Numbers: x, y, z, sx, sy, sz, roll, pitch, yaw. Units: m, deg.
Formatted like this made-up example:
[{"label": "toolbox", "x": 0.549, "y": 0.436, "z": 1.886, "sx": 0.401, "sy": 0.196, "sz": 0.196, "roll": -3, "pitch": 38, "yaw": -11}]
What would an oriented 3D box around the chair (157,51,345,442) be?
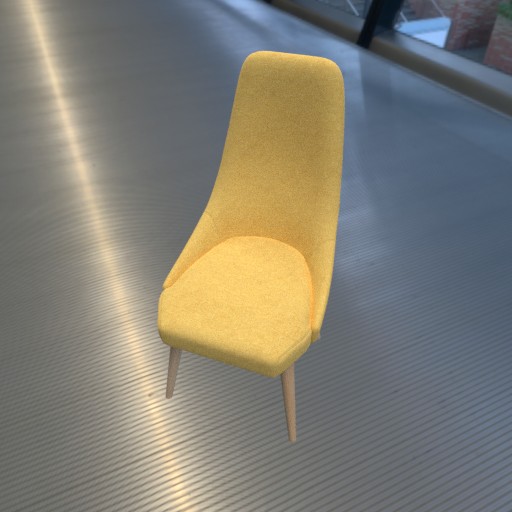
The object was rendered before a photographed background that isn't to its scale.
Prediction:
[{"label": "chair", "x": 0.000, "y": 0.000, "z": 1.405, "sx": 0.510, "sy": 1.040, "sz": 0.660, "roll": 14, "pitch": 43, "yaw": 15}]
